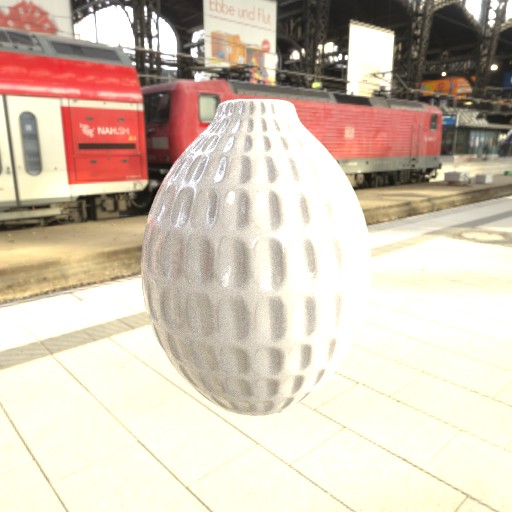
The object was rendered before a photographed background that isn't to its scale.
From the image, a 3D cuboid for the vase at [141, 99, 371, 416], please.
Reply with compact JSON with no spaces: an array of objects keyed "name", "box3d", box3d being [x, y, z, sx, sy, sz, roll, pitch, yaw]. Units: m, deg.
[{"name":"vase","box3d":[0.000,0.000,0.253,0.128,0.167,0.128,0,14,0]}]
